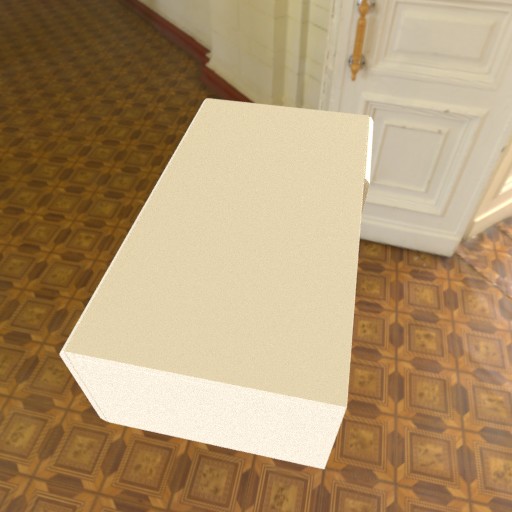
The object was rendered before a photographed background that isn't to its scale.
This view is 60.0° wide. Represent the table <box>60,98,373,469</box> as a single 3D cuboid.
[{"bbox_3d":[0.000,0.000,1.422,0.639,0.442,1.097,9,48,8],"label":"table"}]
